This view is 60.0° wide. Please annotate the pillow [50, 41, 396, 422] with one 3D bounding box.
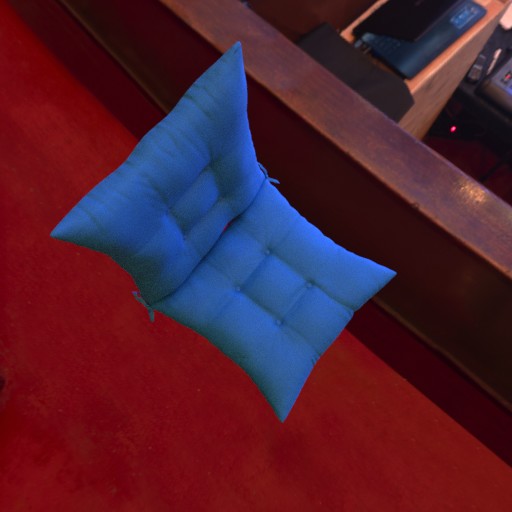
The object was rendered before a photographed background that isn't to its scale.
[{"bbox_3d":[0.000,0.000,1.007,0.585,0.536,0.541,38,78,10],"label":"pillow"}]
